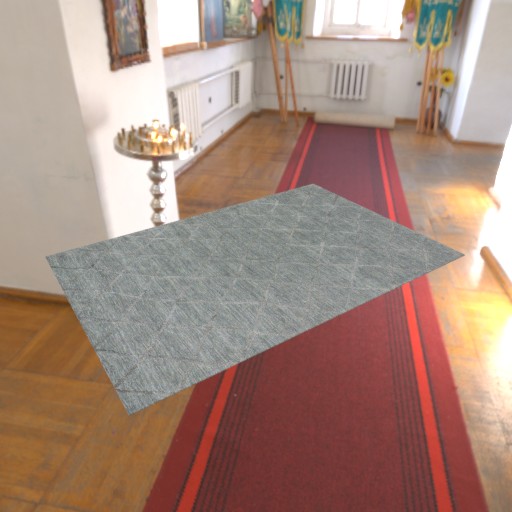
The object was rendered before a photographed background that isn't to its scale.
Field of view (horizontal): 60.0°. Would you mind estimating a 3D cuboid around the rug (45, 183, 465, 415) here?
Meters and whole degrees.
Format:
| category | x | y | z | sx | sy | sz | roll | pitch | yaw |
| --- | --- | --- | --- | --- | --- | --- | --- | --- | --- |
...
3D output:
| category | x | y | z | sx | sy | sz | roll | pitch | yaw |
| --- | --- | --- | --- | --- | --- | --- | --- | --- | --- |
| rug | 0.000 | 0.000 | 2.897 | 2.283 | 0.006 | 1.521 | -19 | 36 | -29 |
